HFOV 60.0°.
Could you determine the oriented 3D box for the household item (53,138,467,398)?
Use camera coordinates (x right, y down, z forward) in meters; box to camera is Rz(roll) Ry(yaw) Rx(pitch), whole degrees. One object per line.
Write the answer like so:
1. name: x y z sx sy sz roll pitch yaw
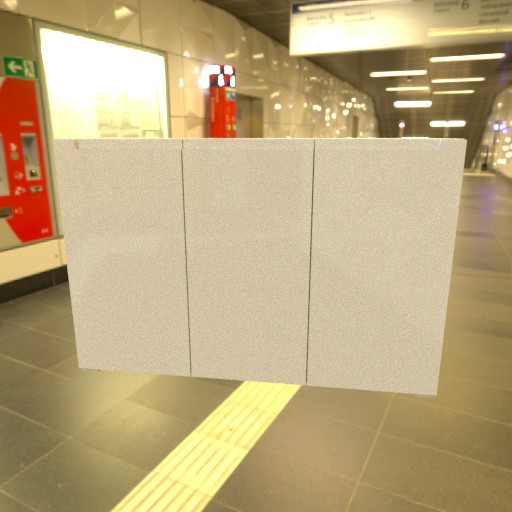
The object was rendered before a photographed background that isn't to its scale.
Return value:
1. household item: 0.000 0.000 1.690 1.300 0.867 0.420 2 15 8
